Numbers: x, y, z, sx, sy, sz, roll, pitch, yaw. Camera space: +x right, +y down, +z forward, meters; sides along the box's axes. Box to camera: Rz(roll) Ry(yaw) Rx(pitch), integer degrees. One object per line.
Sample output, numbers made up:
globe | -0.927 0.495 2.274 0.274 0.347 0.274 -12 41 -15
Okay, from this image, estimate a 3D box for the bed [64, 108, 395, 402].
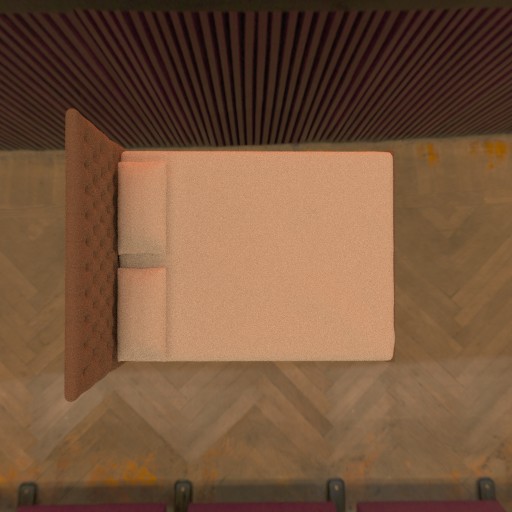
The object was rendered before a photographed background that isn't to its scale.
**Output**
bed | 0.000 0.000 3.244 2.233 1.426 1.696 0 89 -1
